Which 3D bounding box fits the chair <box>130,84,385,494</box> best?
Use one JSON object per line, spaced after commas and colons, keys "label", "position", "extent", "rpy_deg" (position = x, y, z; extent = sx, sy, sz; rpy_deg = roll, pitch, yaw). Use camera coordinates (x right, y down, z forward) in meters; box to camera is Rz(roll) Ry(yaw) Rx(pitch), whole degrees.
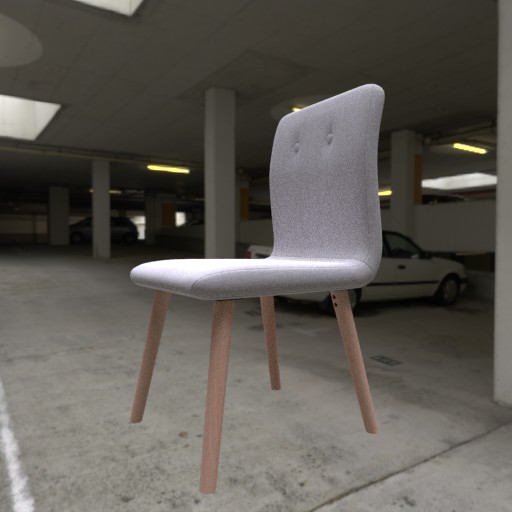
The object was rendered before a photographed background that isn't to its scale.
{"label": "chair", "position": [0.000, 0.000, 1.152], "extent": [0.550, 0.885, 0.435], "rpy_deg": [-1, 2, -35]}
